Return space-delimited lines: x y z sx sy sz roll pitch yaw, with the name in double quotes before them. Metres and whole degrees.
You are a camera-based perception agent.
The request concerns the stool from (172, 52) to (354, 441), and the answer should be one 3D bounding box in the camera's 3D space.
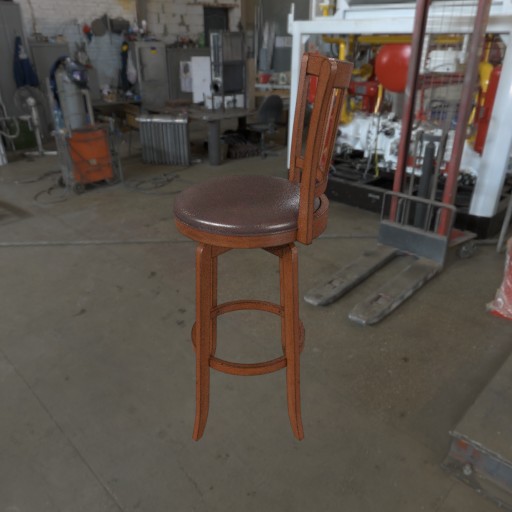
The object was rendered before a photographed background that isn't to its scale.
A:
"stool" 0.000 0.000 1.424 0.503 1.177 0.464 0 26 0
